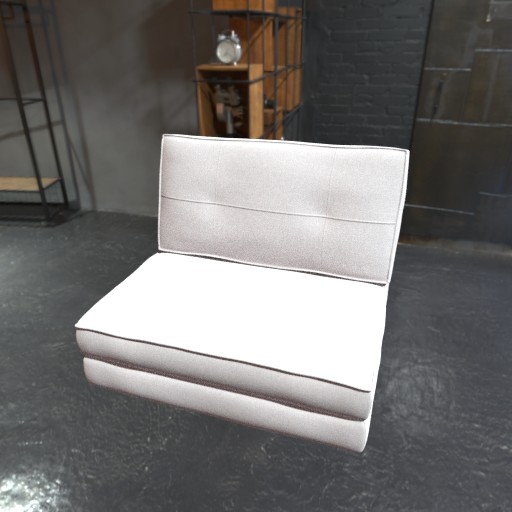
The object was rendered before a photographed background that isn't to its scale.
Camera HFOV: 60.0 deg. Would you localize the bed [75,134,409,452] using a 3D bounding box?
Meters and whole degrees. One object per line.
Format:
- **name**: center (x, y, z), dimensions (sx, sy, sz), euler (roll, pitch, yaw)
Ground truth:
- **bed**: center (0.000, 0.000, 1.324), dimensions (0.799, 0.614, 0.749), euler (8, 28, 16)
